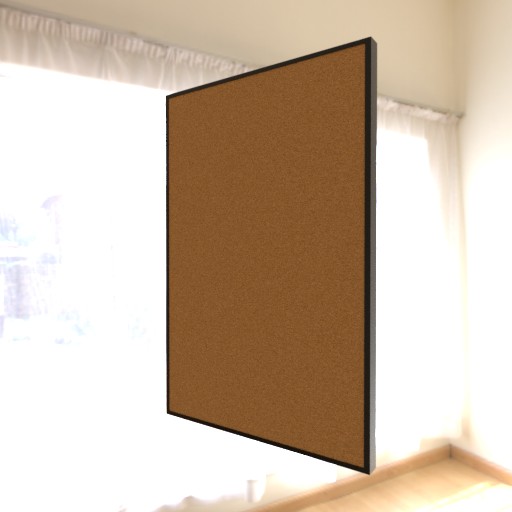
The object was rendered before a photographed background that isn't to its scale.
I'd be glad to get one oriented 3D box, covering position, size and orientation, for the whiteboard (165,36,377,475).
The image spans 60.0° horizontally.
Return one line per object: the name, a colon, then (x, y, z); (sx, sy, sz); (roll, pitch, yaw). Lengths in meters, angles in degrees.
whiteboard: (0.000, 0.000, 0.742); (0.406, 0.611, 0.026); (0, 1, 35)
